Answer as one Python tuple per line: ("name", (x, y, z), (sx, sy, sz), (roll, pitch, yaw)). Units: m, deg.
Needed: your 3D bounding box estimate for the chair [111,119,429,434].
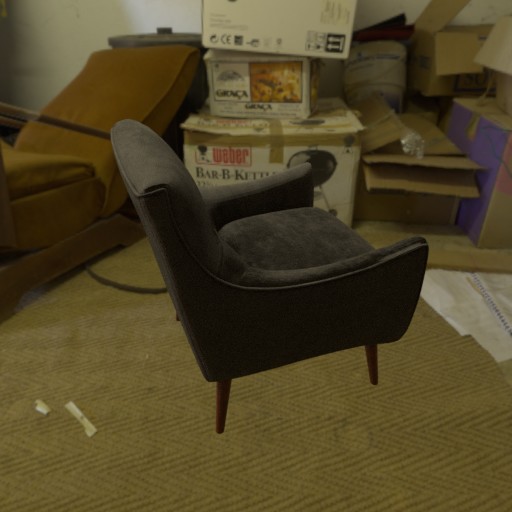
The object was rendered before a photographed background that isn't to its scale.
("chair", (0.000, 0.000, 1.473), (0.787, 0.838, 0.762), (-11, 32, -18))
